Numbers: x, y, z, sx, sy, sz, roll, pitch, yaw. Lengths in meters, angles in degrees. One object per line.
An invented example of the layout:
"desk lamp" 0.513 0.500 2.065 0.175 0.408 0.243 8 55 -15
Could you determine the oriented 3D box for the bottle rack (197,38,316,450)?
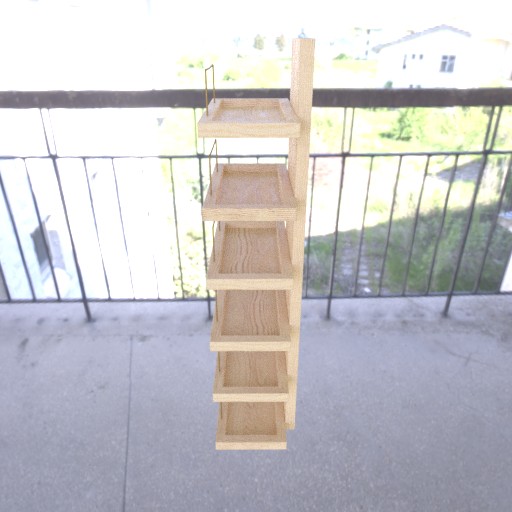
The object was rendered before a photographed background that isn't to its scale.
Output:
"bottle rack" 0.000 0.000 1.069 0.206 0.943 0.330 0 27 0
